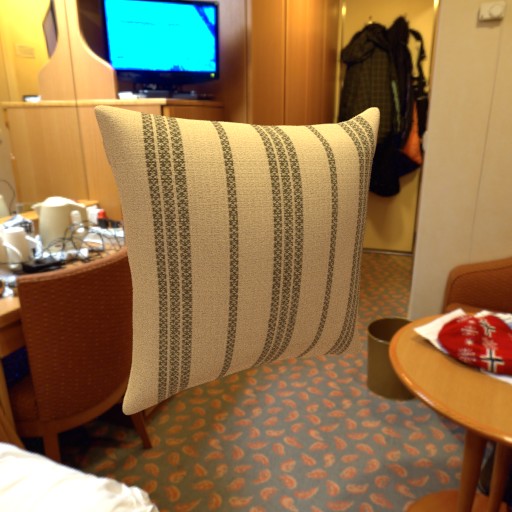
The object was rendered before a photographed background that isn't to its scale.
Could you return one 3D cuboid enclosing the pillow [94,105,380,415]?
[{"bbox_3d":[0.000,0.000,0.634,0.405,0.406,0.173,-8,19,-24],"label":"pillow"}]
